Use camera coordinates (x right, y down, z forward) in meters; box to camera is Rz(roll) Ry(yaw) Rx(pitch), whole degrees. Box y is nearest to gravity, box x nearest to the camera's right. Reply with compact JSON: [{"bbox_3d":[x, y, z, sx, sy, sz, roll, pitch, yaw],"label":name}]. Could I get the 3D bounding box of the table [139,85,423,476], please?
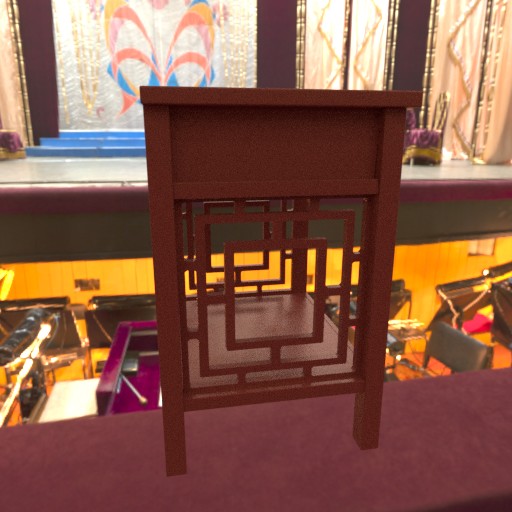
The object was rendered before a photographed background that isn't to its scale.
[{"bbox_3d":[0.000,0.000,1.045,0.451,0.686,0.599,-3,16,-10],"label":"table"}]
